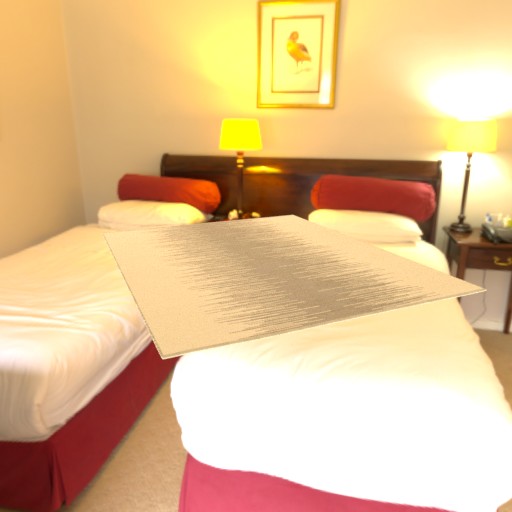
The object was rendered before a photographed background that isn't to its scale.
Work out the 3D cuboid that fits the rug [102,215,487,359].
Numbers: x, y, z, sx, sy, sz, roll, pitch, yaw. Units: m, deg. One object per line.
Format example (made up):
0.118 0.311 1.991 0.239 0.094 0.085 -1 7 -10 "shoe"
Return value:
0.000 0.000 4.160 2.453 0.010 3.037 -7 19 -23 "rug"
